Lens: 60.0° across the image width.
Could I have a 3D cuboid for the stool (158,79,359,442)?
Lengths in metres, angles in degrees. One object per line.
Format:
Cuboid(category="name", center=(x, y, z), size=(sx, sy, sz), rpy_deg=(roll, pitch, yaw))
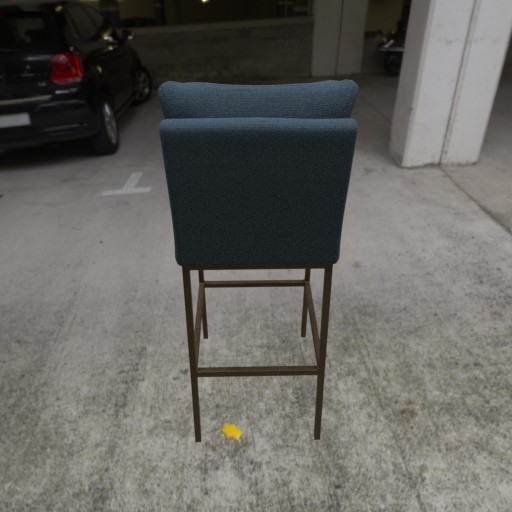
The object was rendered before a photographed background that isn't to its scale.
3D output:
Cuboid(category="stool", center=(0.000, 0.000, 1.425), size=(0.463, 1.124, 0.568), rpy_deg=(-1, 31, -1))
